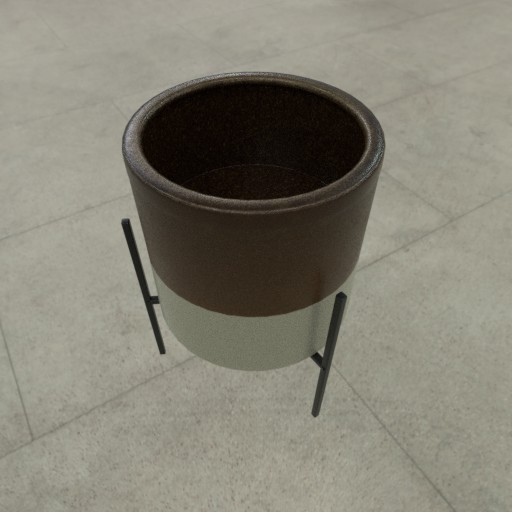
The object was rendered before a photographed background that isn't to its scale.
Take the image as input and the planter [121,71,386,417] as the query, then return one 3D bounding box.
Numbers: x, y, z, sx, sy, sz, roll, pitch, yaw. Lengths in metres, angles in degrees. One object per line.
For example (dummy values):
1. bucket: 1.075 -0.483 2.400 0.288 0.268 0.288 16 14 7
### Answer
1. planter: 0.000 0.000 0.561 0.255 0.375 0.269 17 49 15
